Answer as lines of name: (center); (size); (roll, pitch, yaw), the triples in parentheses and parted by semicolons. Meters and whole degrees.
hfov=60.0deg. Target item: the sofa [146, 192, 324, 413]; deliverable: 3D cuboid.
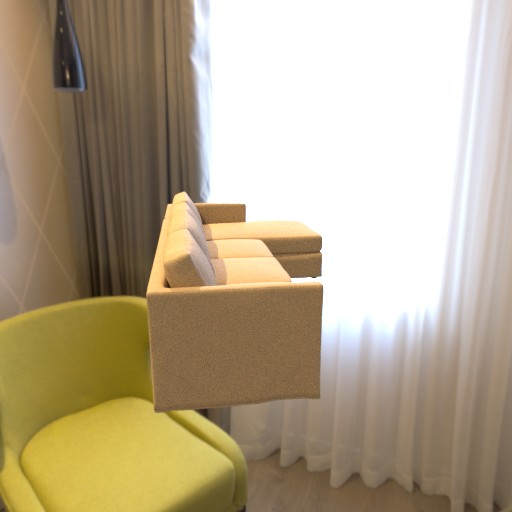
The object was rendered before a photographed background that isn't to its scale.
sofa: (0.000, 0.000, 3.903); (1.622, 0.871, 3.206); (-2, 15, -9)
